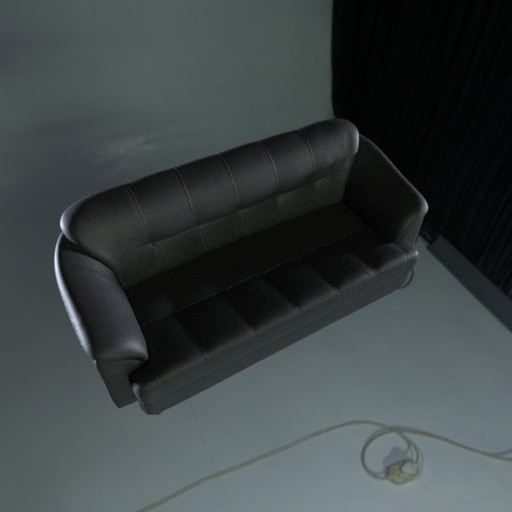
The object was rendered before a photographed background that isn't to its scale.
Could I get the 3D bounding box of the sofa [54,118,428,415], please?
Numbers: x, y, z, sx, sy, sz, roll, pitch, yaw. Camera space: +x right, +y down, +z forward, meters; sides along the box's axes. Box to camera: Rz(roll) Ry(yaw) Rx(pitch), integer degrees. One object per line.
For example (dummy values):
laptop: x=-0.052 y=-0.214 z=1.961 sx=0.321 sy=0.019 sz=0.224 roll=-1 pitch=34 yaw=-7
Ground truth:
sofa: x=0.000 y=0.000 z=2.285 sx=1.829 sy=0.811 sz=0.800 roll=-23 pitch=51 yaw=-20
